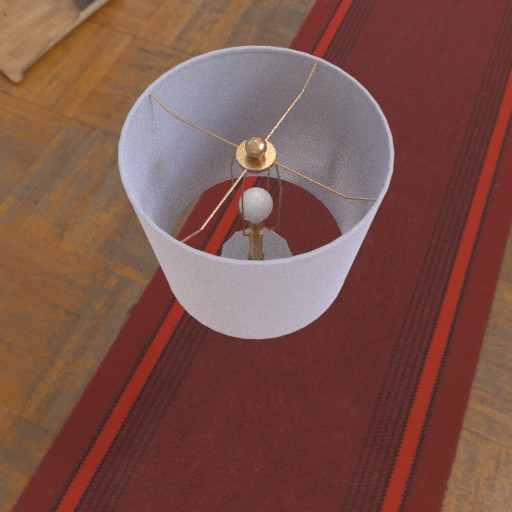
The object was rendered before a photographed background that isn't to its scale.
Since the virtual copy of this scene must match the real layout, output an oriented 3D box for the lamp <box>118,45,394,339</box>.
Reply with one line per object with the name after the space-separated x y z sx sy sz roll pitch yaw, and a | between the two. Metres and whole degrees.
0.000 0.000 0.689 0.277 0.537 0.277 -19 66 -9 | lamp
